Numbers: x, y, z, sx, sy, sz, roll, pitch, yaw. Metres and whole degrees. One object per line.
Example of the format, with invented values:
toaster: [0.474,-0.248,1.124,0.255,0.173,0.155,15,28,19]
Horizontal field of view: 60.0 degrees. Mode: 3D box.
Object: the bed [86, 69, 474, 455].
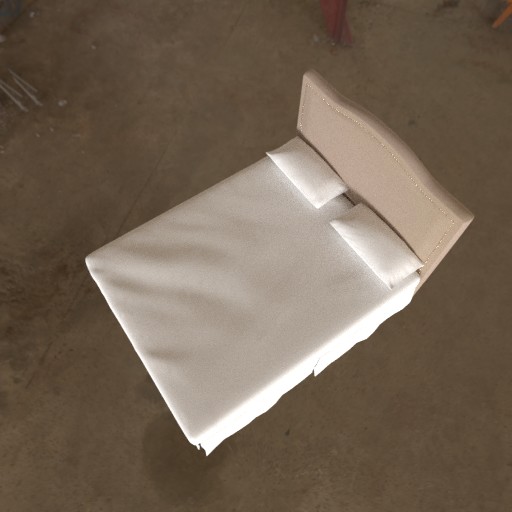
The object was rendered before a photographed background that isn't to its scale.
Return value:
bed: [0.000,0.000,3.432,2.282,1.436,1.821,-32,67,-15]
